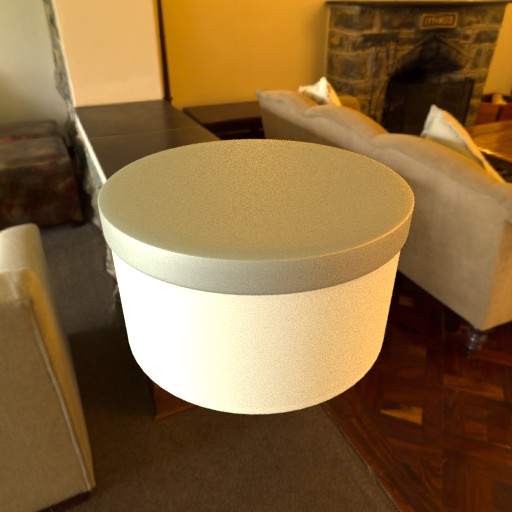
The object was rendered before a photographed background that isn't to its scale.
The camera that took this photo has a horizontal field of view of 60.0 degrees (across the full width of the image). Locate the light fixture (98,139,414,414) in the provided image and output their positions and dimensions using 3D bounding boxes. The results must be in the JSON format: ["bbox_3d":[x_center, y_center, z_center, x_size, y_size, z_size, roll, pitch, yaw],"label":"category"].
[{"bbox_3d":[0.000,0.000,0.632,0.393,0.229,0.393,0,31,0],"label":"light fixture"}]
